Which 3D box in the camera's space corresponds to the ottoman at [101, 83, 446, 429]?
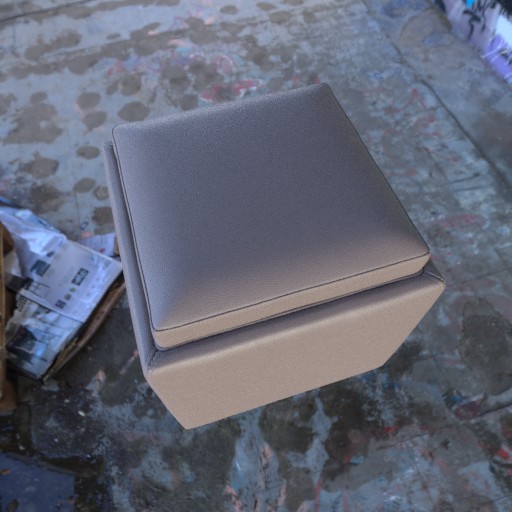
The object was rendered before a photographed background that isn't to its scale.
[{"bbox_3d":[0.000,0.000,0.832,0.451,0.460,0.450,-15,60,-9],"label":"ottoman"}]
